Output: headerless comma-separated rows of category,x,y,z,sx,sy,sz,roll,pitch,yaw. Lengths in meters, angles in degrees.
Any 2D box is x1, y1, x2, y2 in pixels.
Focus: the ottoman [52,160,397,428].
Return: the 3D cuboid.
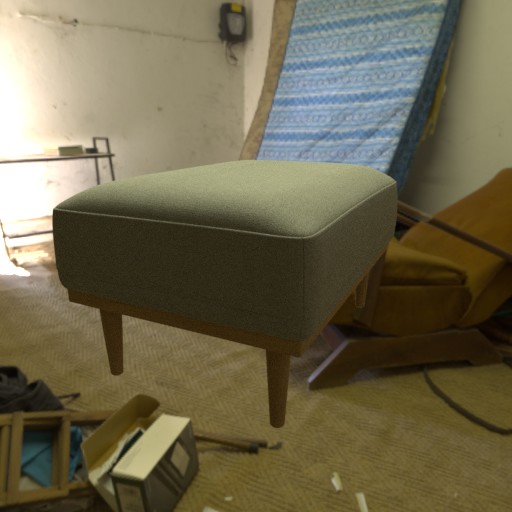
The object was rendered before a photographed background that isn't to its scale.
ottoman,0.000,0.000,1.089,0.549,0.428,0.749,8,19,25
